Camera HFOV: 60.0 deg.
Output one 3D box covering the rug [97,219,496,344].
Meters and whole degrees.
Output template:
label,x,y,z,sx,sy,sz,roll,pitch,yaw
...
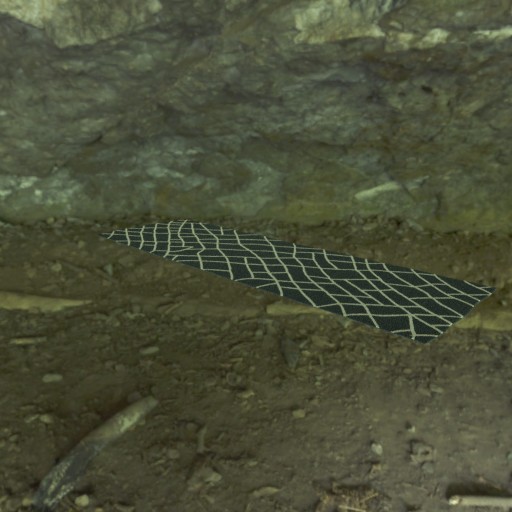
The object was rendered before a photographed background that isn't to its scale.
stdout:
label,x,y,z,sx,sy,sz,roll,pitch,yaw
rug,0.000,0.000,2.675,2.476,0.010,0.807,15,22,42
